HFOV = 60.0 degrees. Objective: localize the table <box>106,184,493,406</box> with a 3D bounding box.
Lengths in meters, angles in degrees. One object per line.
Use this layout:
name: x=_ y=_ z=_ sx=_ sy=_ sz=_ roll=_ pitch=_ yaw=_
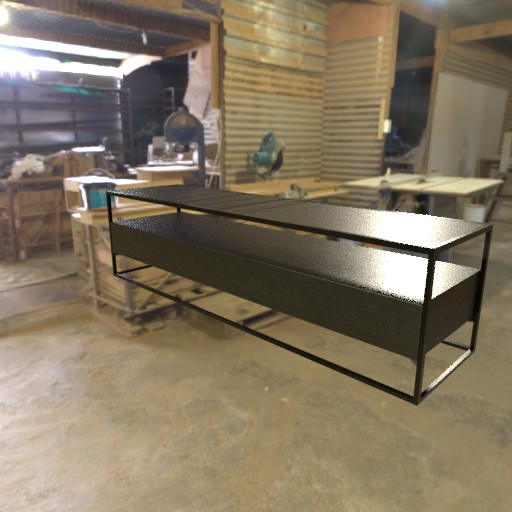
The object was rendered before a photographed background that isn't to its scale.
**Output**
table: x=0.000 y=0.000 z=1.665 sx=1.486 sy=0.395 sz=0.399 roll=14 pitch=21 yaw=42
